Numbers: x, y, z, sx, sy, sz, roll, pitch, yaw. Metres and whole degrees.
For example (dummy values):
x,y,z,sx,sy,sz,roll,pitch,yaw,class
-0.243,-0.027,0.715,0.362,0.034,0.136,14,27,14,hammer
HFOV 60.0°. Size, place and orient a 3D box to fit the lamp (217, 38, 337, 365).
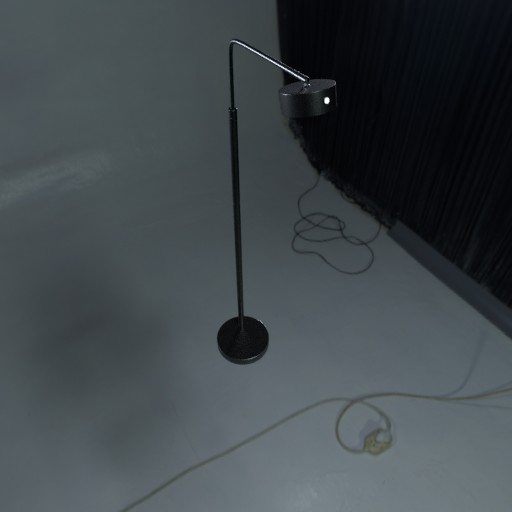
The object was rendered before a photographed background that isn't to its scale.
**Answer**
x,y,z,sx,sy,sz,roll,pitch,yaw,class
0.000,0.000,1.394,0.219,1.230,0.418,-26,51,-23,lamp
